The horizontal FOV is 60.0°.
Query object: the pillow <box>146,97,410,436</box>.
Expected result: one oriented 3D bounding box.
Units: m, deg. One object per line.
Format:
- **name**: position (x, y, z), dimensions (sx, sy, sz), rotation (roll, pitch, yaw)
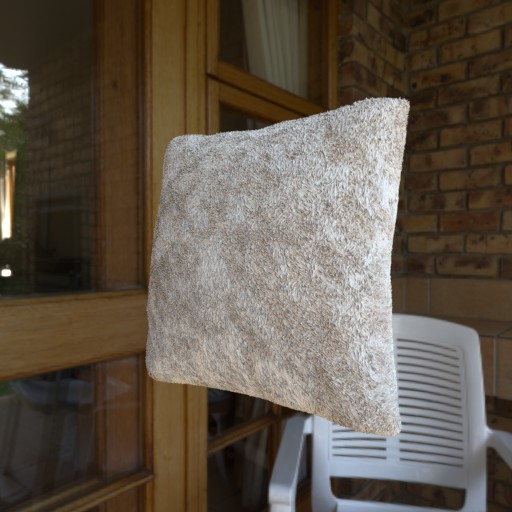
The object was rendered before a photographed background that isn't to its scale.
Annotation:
- **pillow**: position (0.000, 0.000, 0.792), dimensions (0.529, 0.515, 0.218), rotation (0, 1, 35)
